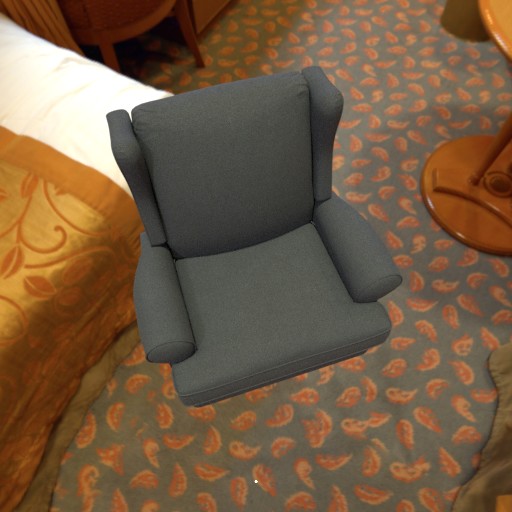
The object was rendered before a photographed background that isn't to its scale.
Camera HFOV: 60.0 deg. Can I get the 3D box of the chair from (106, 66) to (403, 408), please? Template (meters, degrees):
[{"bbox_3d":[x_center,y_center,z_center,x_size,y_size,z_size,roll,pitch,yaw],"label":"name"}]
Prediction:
[{"bbox_3d":[0.000,0.000,1.713,0.971,1.020,0.877,-16,64,-8],"label":"chair"}]
